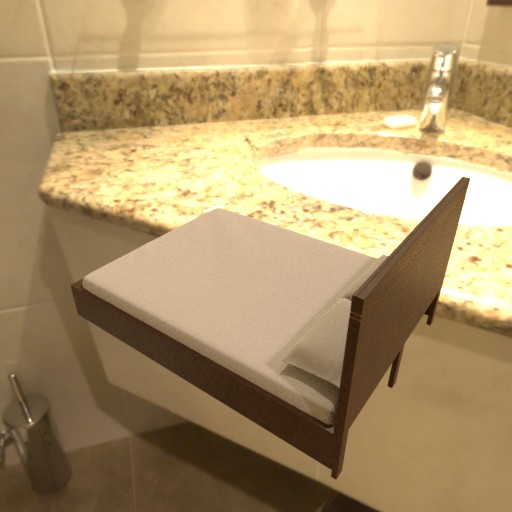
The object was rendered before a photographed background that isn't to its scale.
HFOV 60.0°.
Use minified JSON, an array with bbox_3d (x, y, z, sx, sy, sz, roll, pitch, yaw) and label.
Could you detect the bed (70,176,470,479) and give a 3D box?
[{"bbox_3d":[0.000,0.000,3.139,2.221,1.169,1.613,21,37,30],"label":"bed"}]
